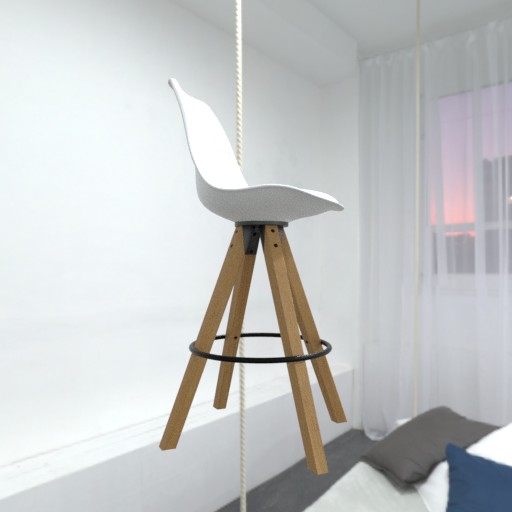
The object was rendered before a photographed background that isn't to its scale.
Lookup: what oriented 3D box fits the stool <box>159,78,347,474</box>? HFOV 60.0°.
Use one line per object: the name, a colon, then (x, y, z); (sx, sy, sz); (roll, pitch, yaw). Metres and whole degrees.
stool: (0.000, 0.000, 1.403); (0.549, 1.115, 0.482); (0, -1, 19)
